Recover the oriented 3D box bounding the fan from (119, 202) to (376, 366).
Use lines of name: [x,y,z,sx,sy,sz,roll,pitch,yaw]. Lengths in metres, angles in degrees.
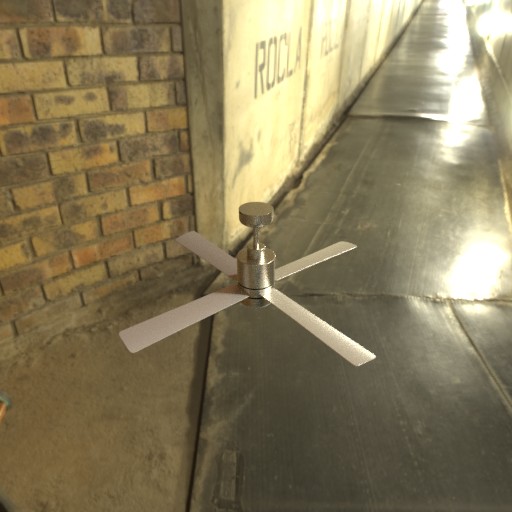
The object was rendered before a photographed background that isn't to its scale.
fan: [0.000,0.000,2.321,1.525,0.539,1.525,-21,36,-32]
